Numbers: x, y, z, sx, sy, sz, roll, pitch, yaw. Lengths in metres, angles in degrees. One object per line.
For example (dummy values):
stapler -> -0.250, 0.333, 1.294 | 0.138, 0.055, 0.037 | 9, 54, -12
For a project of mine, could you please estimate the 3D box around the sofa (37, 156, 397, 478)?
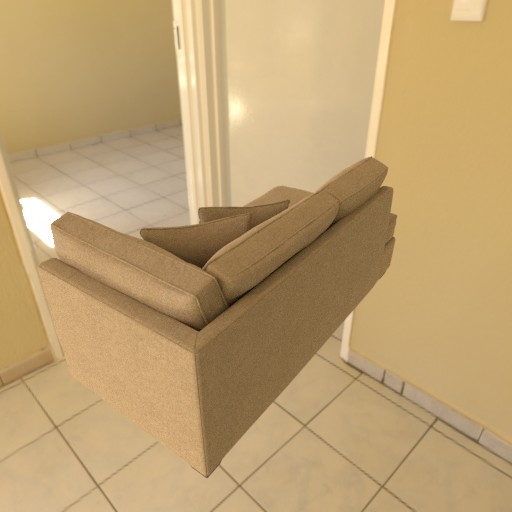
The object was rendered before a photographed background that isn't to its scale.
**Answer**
sofa -> 0.000, 0.000, 2.818 | 1.110, 1.019, 2.238 | 20, 37, 30
